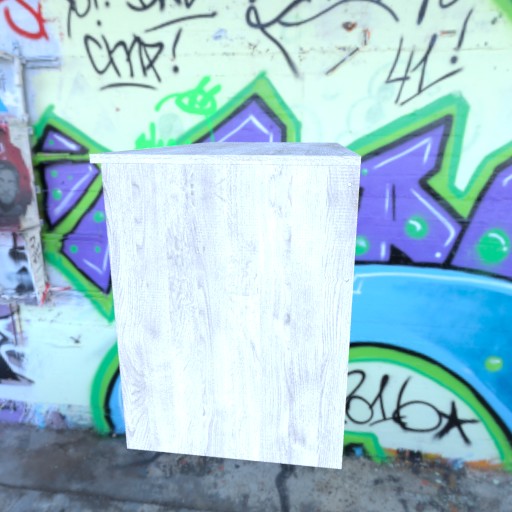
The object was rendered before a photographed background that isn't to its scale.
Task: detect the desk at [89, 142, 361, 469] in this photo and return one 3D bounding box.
[{"bbox_3d":[0.000,0.000,1.519,0.560,0.730,1.100,2,16,7],"label":"desk"}]
